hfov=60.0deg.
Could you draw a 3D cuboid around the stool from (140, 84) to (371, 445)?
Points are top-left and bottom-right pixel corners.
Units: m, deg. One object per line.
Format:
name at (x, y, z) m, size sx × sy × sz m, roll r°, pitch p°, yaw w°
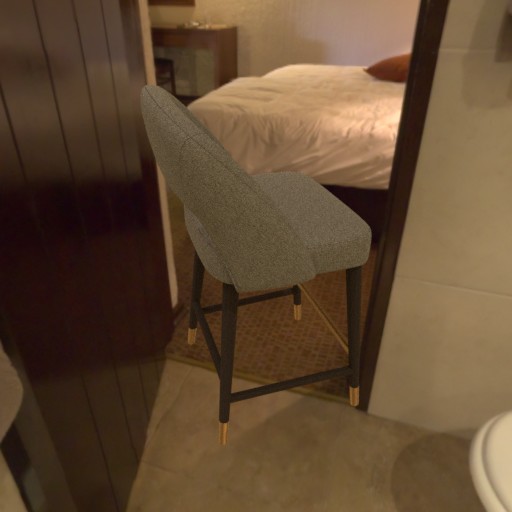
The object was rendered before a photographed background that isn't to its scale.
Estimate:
stool at (0.000, 0.000, 1.258) m, size 0.524 × 0.925 × 0.536 m, roll -10°, pitch 32°, yaw -16°
